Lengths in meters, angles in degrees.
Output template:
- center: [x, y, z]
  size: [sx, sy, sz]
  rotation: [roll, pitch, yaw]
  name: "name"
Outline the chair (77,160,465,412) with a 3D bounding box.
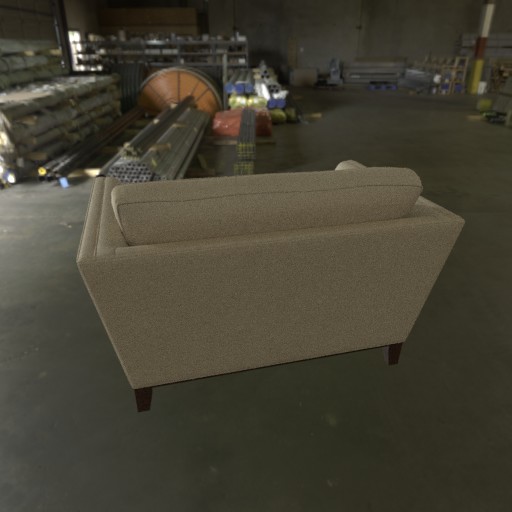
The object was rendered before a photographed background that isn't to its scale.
- center: [0.000, 0.000, 2.060]
  size: [1.397, 0.940, 0.965]
  rotation: [-7, 26, -13]
  name: "chair"
